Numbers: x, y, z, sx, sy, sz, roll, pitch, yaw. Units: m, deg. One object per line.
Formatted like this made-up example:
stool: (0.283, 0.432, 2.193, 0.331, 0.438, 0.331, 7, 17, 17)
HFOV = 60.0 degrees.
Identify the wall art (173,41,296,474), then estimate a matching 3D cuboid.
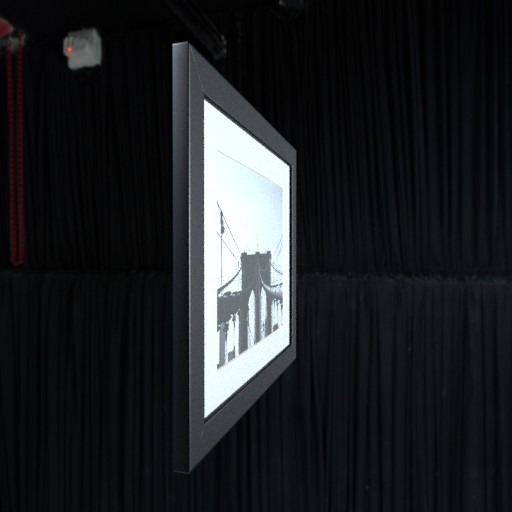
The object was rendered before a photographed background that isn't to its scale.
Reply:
wall art: (0.000, 0.000, 0.711, 0.018, 0.450, 0.521, 0, 1, 17)
